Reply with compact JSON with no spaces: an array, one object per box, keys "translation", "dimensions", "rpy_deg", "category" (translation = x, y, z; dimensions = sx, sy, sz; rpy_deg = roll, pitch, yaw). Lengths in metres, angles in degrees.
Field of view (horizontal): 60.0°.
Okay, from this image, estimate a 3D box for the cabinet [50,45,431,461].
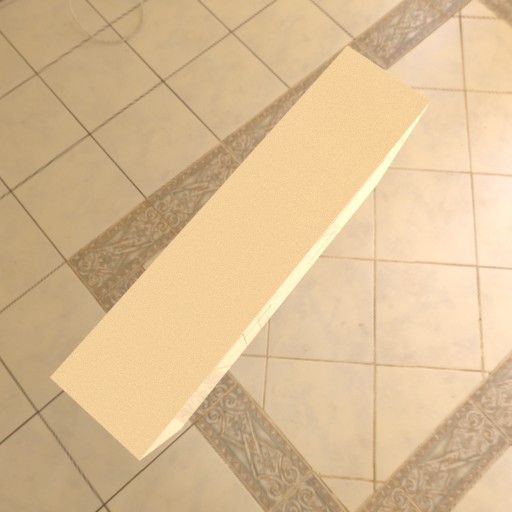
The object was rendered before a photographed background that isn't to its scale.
[{"translation":[0.000,0.000,1.967],"dimensions":[0.400,0.800,1.650],"rpy_deg":[38,79,9],"category":"cabinet"}]
